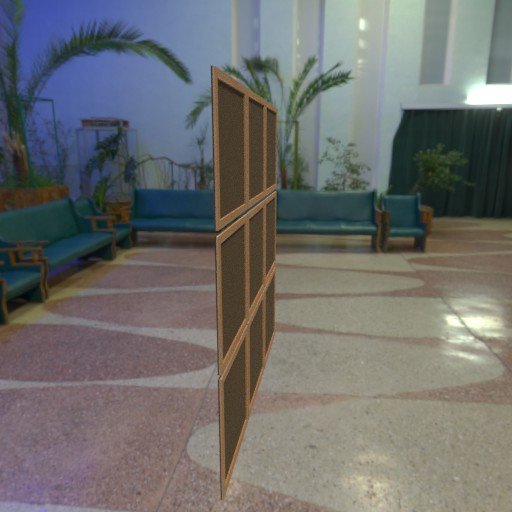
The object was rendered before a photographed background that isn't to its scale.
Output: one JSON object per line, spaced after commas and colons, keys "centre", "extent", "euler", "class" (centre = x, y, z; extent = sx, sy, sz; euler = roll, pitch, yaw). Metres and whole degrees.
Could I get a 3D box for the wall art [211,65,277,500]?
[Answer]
{"centre": [0.000, 0.000, 2.213], "extent": [0.013, 1.525, 1.520], "euler": [2, 14, 9], "class": "wall art"}
